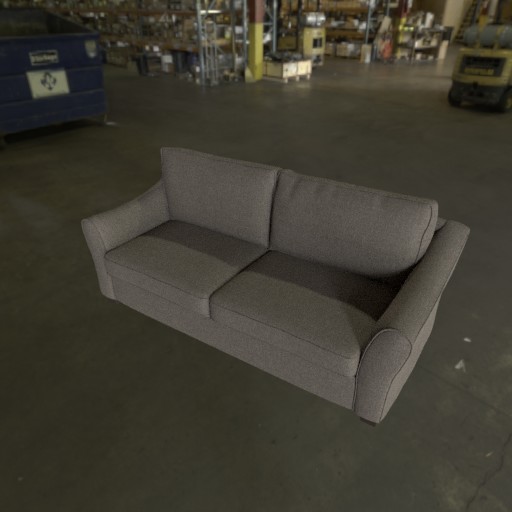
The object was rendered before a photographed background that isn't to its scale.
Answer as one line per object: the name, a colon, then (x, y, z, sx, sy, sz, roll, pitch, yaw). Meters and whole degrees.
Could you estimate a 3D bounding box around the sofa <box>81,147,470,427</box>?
sofa: (0.000, 0.000, 2.766, 2.203, 0.976, 1.013, 18, 34, 29)
